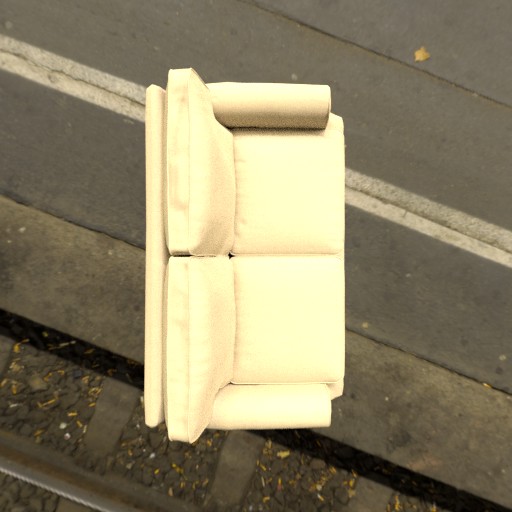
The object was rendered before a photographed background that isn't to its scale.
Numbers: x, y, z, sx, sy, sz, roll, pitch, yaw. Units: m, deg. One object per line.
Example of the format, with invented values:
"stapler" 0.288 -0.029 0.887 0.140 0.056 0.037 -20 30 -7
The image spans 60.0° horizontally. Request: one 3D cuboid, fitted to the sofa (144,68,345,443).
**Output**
"sofa" 0.000 0.000 2.239 0.964 0.937 1.665 0 90 0
